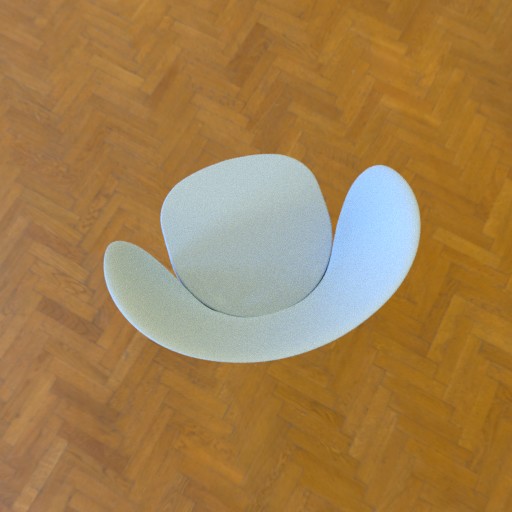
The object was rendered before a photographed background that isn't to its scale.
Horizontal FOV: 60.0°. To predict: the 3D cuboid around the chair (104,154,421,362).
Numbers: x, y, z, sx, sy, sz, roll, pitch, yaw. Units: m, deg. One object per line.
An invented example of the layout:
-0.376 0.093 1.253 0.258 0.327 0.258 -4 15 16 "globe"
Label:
0.000 0.000 0.864 0.451 0.554 0.402 -17 77 -4 "chair"
